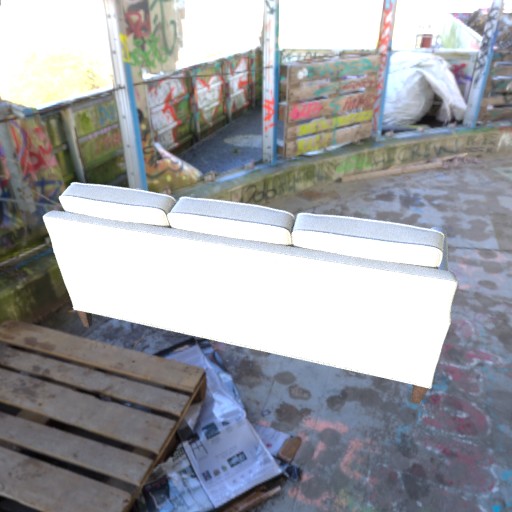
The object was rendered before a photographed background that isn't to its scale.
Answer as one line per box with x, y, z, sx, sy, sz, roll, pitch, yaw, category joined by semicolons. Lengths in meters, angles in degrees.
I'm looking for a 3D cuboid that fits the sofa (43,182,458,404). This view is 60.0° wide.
0.000;0.000;2.784;2.246;1.003;1.084;9;31;16;sofa
